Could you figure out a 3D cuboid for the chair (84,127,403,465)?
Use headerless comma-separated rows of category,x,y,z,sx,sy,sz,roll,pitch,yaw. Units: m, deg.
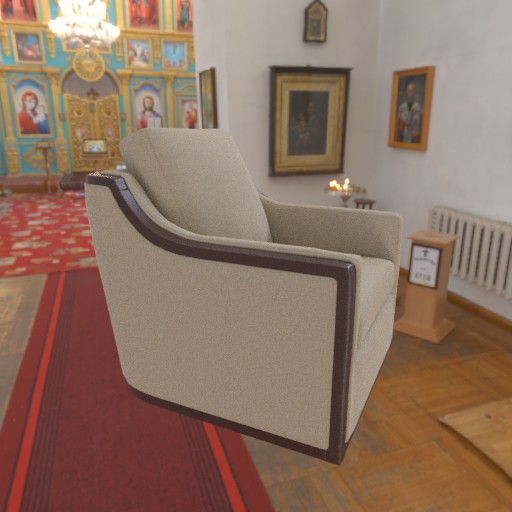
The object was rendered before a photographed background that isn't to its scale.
chair,0.000,0.000,1.673,0.950,0.930,0.870,7,17,25
